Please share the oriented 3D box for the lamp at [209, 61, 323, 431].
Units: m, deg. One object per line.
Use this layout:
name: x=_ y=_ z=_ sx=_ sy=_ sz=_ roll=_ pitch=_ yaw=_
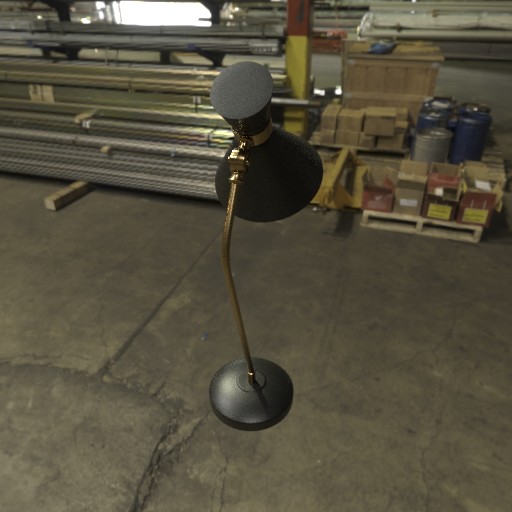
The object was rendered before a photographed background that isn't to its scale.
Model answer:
lamp: x=0.000 y=0.000 z=0.777 sx=0.189 sy=0.647 sz=0.292 roll=10 pitch=33 yaw=15
